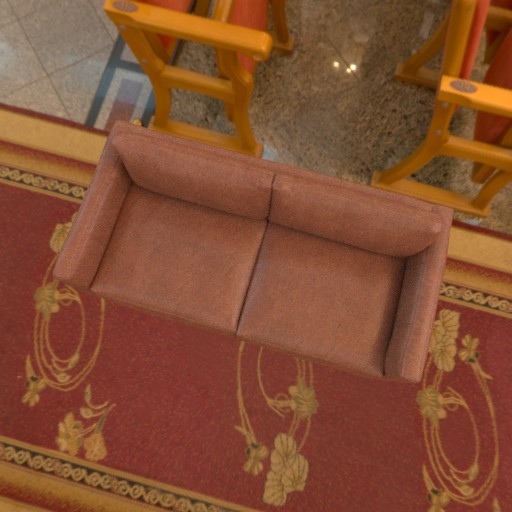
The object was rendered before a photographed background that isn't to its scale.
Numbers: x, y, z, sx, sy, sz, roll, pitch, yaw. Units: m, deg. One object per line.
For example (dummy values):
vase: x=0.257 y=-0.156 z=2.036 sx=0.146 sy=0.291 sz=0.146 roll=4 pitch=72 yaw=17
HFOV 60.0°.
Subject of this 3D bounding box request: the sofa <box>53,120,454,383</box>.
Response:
sofa: x=0.000 y=0.000 z=2.336 sx=1.797 sy=0.883 sz=0.899 roll=15 pitch=76 yaw=4
